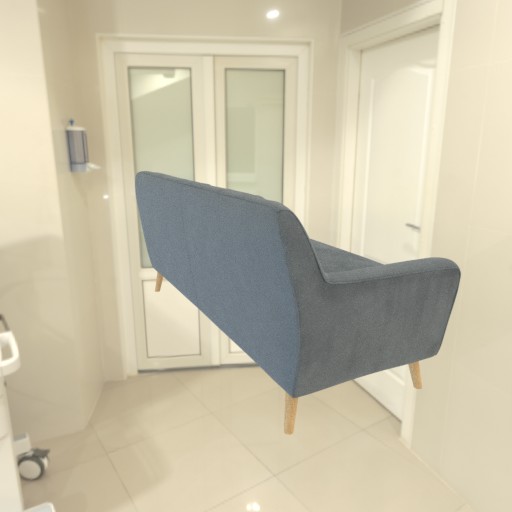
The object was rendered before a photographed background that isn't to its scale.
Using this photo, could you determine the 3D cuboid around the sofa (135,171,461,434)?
[{"bbox_3d":[0.000,0.000,2.388,0.841,0.832,1.975,-8,16,-27],"label":"sofa"}]
